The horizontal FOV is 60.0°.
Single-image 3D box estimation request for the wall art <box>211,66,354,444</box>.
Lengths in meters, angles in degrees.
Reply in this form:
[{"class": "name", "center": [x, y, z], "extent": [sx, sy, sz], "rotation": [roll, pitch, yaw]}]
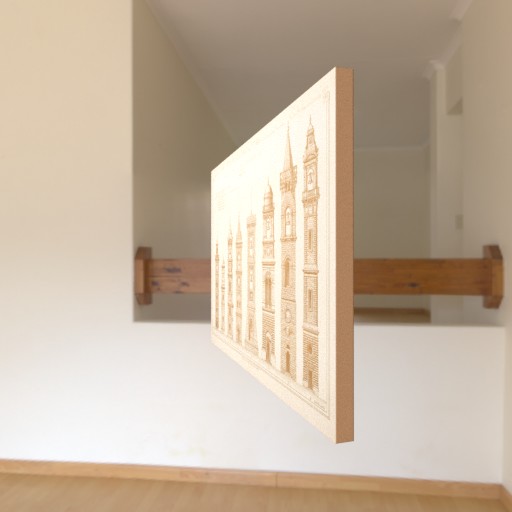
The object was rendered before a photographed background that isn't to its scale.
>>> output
[{"class": "wall art", "center": [0.000, 0.000, 1.154], "extent": [0.033, 0.608, 0.915], "rotation": [0, 0, -18]}]
